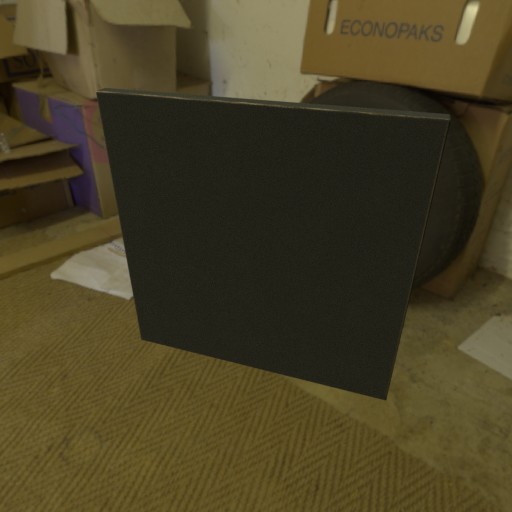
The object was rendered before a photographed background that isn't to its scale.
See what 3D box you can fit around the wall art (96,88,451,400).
[{"bbox_3d":[0.000,0.000,0.450,0.304,0.303,0.015,10,33,16],"label":"wall art"}]
